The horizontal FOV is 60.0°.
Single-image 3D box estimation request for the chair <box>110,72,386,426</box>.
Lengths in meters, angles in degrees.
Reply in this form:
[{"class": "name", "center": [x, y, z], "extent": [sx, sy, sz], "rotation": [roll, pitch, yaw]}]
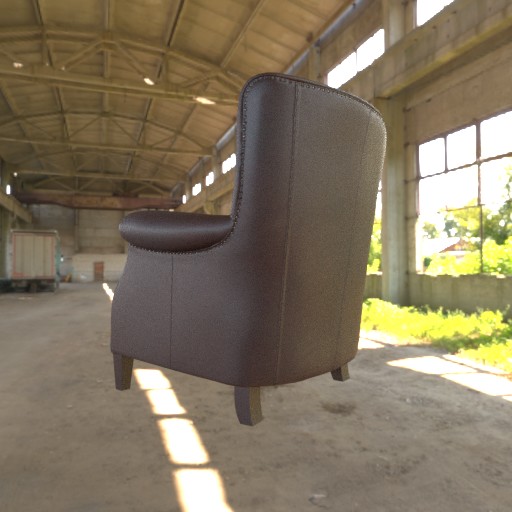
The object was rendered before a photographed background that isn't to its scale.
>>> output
[{"class": "chair", "center": [0.000, 0.000, 1.353], "extent": [0.746, 0.800, 0.700], "rotation": [-1, -1, 37]}]
